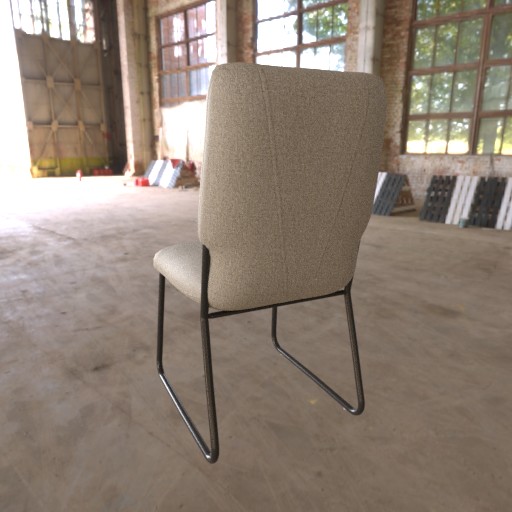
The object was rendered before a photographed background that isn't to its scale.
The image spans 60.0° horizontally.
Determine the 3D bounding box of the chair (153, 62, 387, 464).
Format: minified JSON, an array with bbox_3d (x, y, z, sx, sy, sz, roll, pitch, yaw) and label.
[{"bbox_3d":[0.000,0.000,1.174,0.448,0.864,0.560,-7,16,-25],"label":"chair"}]
